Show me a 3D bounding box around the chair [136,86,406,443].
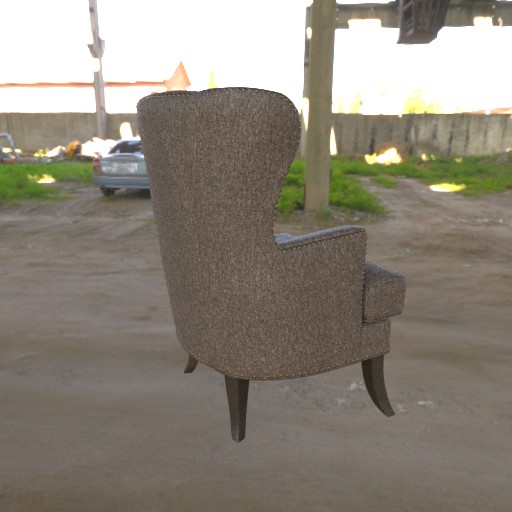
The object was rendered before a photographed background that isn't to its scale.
[{"bbox_3d":[0.000,0.000,1.577,0.758,1.060,0.759,-8,17,-27],"label":"chair"}]
